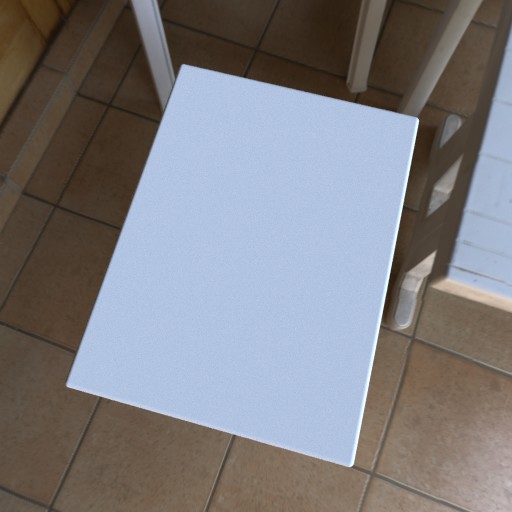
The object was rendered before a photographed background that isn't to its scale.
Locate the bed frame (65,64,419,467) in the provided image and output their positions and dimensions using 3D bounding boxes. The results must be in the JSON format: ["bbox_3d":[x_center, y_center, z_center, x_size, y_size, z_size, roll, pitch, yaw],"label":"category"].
[{"bbox_3d":[0.000,0.000,2.816,1.557,0.659,2.072,14,75,4],"label":"bed frame"}]
